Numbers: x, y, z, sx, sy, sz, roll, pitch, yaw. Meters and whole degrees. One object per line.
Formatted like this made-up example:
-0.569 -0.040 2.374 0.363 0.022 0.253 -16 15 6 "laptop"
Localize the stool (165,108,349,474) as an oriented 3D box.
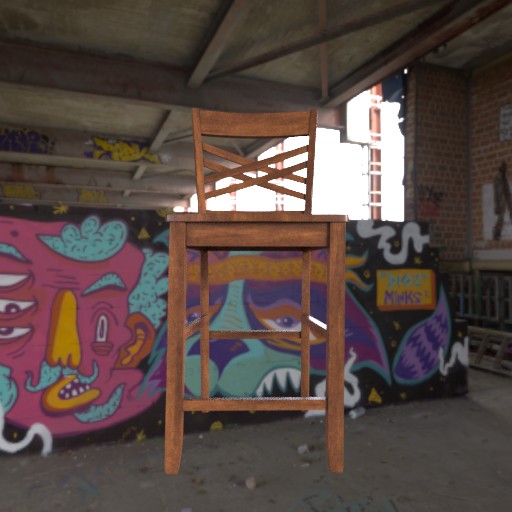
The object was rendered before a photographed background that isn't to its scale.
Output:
0.000 0.000 1.353 0.462 1.079 0.539 0 -1 -1 "stool"
